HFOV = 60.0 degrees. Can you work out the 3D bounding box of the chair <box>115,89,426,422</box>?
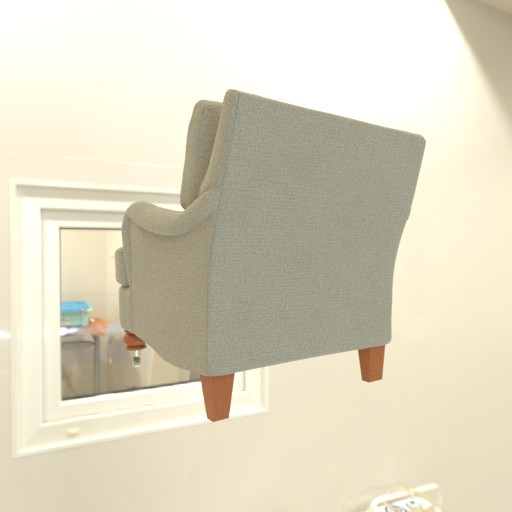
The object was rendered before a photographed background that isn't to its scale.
[{"bbox_3d":[0.000,0.000,1.894,0.955,1.038,1.070,-1,1,-35],"label":"chair"}]
